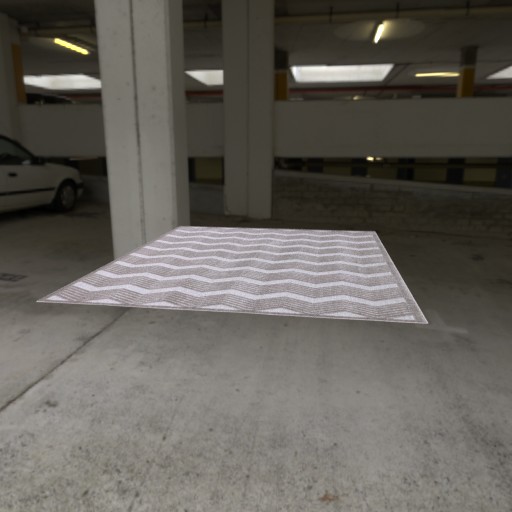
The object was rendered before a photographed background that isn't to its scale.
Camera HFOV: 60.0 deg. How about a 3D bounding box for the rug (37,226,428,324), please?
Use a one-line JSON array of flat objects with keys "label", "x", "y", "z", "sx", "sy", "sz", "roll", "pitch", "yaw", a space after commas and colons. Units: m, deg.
[{"label": "rug", "x": 0.000, "y": 0.000, "z": 4.028, "sx": 2.391, "sy": 0.005, "sz": 2.880, "roll": 2, "pitch": 14, "yaw": 9}]
